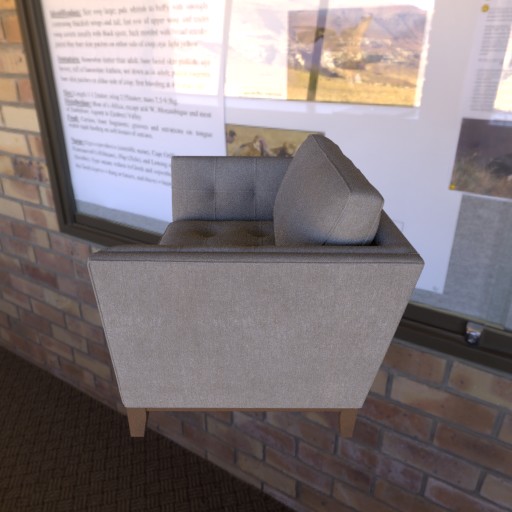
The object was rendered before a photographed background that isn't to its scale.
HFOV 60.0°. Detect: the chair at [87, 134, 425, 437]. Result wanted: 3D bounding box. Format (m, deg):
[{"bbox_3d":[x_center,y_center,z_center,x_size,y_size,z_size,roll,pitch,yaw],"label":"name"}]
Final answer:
[{"bbox_3d":[0.000,0.000,2.001,0.965,0.942,1.396,0,25,0],"label":"chair"}]
